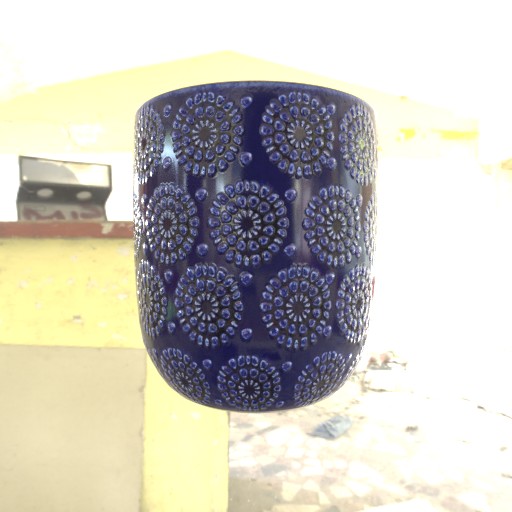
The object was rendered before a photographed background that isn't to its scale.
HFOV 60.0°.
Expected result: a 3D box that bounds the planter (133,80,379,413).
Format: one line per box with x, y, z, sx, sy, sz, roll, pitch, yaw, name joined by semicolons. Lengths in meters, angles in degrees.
0.000;0.000;0.345;0.184;0.206;0.184;0;1;0;planter
